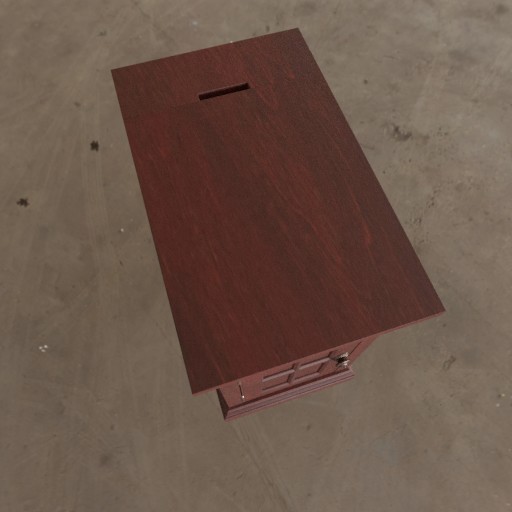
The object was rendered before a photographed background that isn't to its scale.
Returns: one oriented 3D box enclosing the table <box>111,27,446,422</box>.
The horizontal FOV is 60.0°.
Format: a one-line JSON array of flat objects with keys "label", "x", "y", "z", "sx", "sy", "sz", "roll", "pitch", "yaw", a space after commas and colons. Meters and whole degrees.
[{"label": "table", "x": 0.000, "y": 0.000, "z": 0.972, "sx": 0.356, "sy": 0.612, "sz": 0.584, "roll": -16, "pitch": 66, "yaw": -7}]
